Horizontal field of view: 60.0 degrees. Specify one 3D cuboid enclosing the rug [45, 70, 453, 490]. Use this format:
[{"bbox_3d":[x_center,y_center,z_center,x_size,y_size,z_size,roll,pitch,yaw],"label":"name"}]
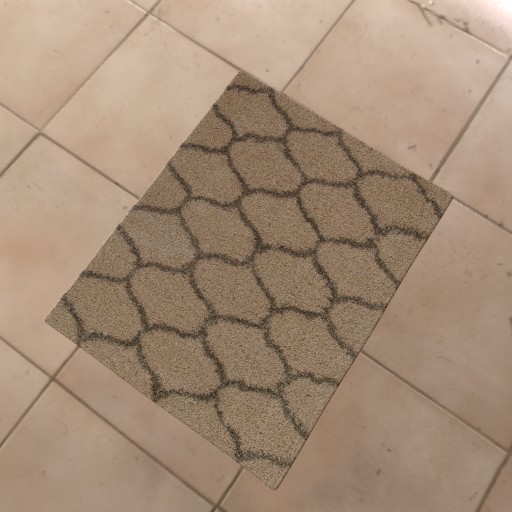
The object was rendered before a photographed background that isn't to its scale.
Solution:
[{"bbox_3d":[0.000,0.000,3.950,2.399,0.026,3.000,33,78,8],"label":"rug"}]
